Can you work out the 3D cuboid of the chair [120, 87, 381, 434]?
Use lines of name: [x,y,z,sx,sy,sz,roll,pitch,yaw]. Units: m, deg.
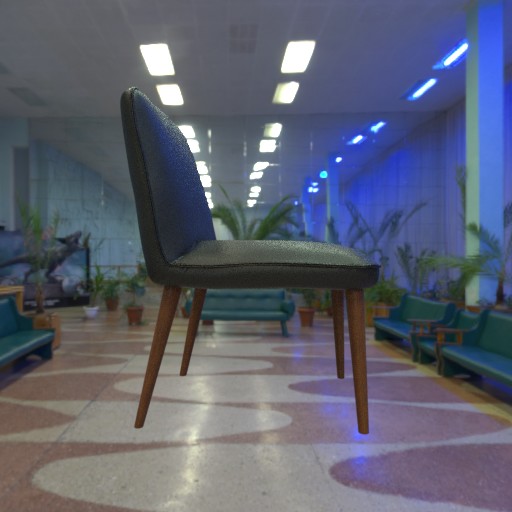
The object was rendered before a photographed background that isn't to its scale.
chair: [0.000,0.000,1.240,0.645,0.801,0.543,0,0,-1]
